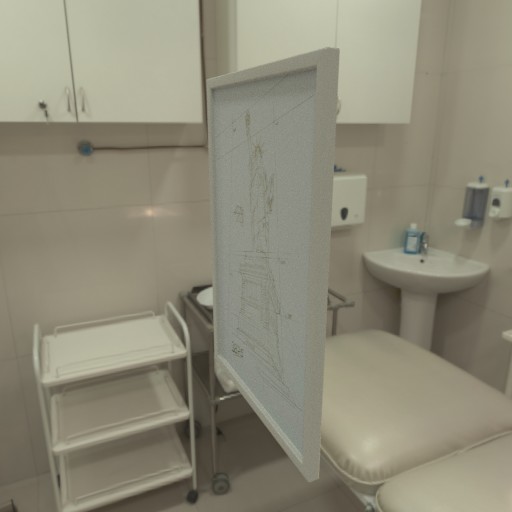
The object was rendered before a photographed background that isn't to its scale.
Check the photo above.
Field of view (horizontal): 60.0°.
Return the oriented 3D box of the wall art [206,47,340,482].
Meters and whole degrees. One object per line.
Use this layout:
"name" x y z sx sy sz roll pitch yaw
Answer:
"wall art" 0.000 0.000 1.502 0.038 1.183 0.808 -8 18 -24
